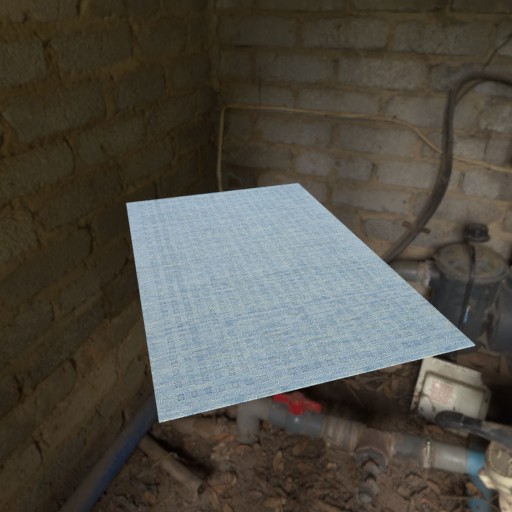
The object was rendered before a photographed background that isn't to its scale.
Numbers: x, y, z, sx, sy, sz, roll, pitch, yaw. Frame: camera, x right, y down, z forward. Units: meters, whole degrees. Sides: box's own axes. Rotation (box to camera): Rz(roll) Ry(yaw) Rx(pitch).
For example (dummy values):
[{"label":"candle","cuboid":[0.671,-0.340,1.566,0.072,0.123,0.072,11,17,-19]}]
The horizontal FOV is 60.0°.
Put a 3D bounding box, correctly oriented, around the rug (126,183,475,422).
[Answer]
[{"label":"rug","cuboid":[0.000,0.000,2.905,1.522,0.006,2.286,-9,31,-15]}]
